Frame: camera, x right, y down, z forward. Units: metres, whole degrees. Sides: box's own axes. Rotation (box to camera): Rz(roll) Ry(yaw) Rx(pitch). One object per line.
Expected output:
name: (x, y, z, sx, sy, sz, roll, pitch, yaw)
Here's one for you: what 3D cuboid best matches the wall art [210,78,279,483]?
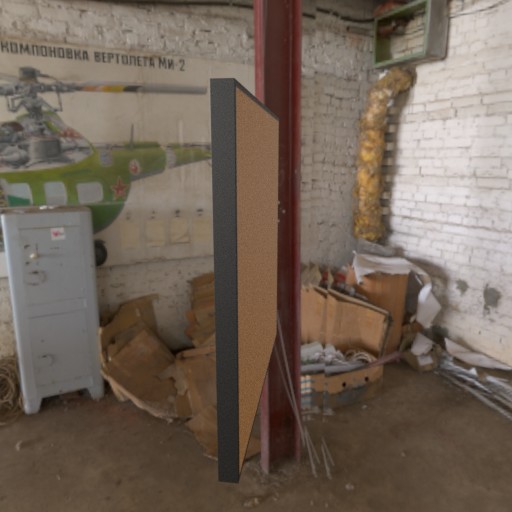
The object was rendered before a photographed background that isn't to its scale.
wall art: (0.000, 0.000, 0.787, 0.028, 0.511, 0.513, 2, 13, 8)
